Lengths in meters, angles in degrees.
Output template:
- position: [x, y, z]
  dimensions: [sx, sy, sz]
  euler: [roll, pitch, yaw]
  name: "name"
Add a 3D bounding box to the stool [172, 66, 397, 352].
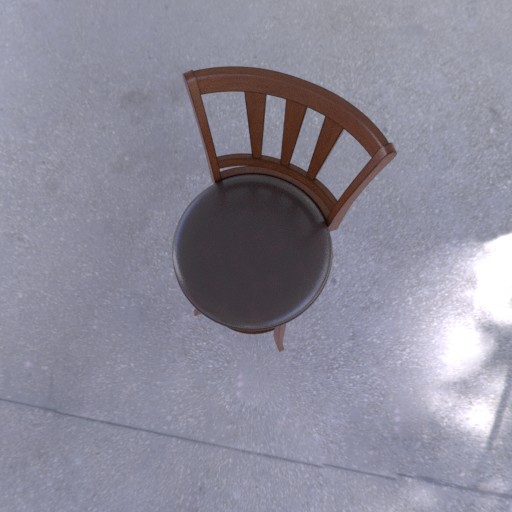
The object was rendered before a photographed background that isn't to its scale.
- position: [0.000, 0.000, 1.410]
  dimensions: [0.464, 1.177, 0.503]
  euler: [22, 77, 5]
  name: "stool"
